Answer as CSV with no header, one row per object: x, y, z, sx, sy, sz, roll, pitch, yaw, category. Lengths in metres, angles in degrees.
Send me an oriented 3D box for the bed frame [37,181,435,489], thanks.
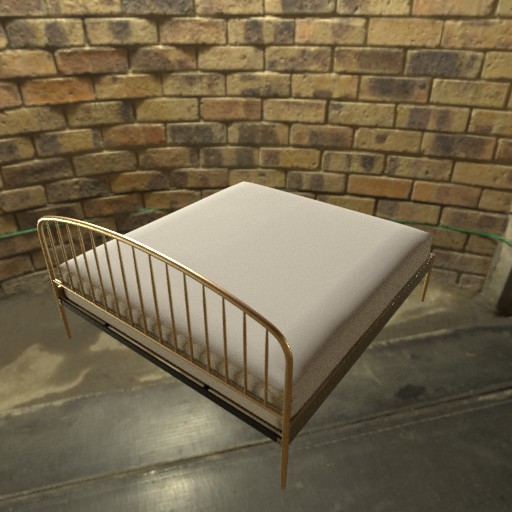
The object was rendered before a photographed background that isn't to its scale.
0.000,0.000,3.313,2.016,1.174,2.152,21,36,32,bed frame
